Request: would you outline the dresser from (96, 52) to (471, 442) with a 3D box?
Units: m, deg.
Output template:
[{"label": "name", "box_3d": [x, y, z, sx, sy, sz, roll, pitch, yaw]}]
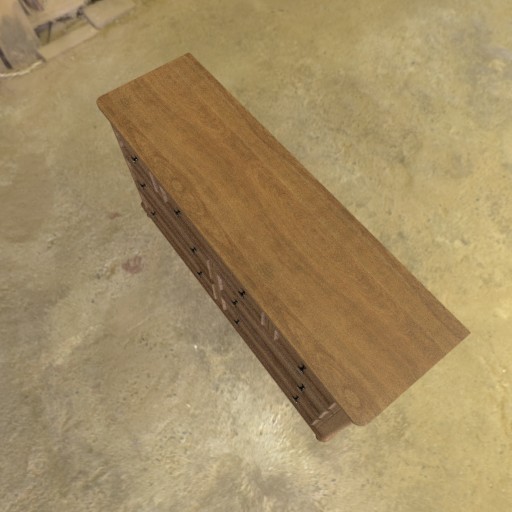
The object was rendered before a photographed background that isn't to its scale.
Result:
[{"label": "dresser", "box_3d": [0.000, 0.000, 1.986, 0.468, 0.892, 1.583, -34, 68, -16]}]
